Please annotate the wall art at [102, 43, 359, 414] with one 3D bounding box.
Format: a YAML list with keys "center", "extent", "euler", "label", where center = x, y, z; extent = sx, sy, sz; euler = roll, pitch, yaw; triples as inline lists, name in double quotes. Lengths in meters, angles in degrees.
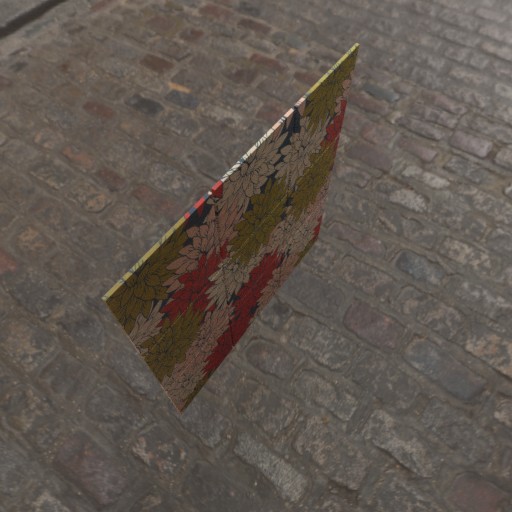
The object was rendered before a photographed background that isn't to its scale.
- center: [0.000, 0.000, 1.797]
  extent: [0.013, 1.218, 1.206]
  euler: [32, 64, 18]
  label: "wall art"
